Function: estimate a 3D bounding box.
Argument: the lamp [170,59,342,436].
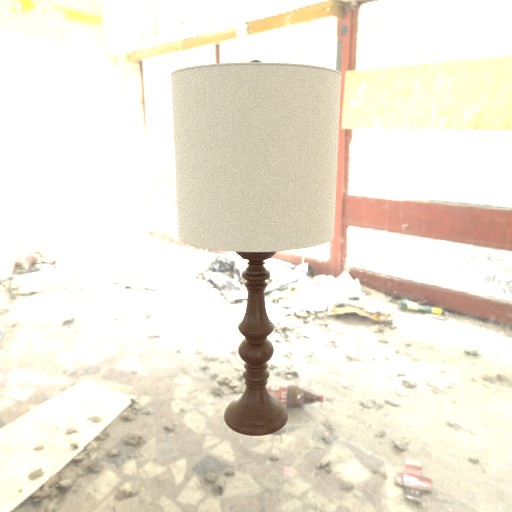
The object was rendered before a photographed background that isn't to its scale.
[{"bbox_3d":[0.000,0.000,0.728,0.250,0.597,0.250,-7,16,-25],"label":"lamp"}]
